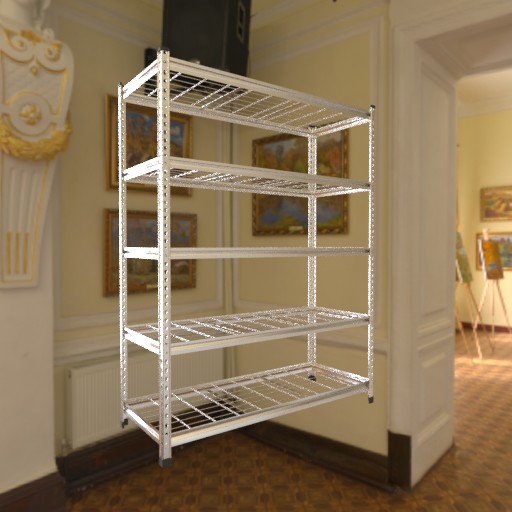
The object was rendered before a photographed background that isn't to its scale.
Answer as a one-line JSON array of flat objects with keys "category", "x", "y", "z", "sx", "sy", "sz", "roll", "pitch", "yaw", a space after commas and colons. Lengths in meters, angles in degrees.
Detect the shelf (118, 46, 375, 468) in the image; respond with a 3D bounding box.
[{"category": "shelf", "x": 0.000, "y": 0.000, "z": 2.766, "sx": 1.524, "sy": 1.981, "sz": 0.610, "roll": -1, "pitch": 2, "yaw": -36}]
